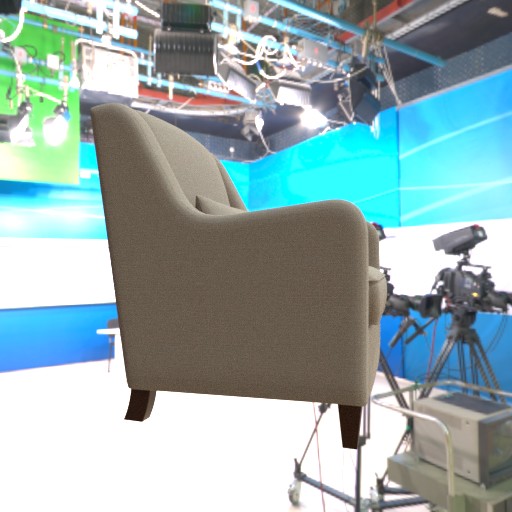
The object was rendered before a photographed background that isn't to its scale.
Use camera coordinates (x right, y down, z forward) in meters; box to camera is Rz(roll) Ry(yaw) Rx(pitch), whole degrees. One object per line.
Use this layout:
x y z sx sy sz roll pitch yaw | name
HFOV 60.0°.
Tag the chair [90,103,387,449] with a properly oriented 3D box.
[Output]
0.000 0.000 1.598 0.896 1.017 0.715 0 -1 18 | chair
